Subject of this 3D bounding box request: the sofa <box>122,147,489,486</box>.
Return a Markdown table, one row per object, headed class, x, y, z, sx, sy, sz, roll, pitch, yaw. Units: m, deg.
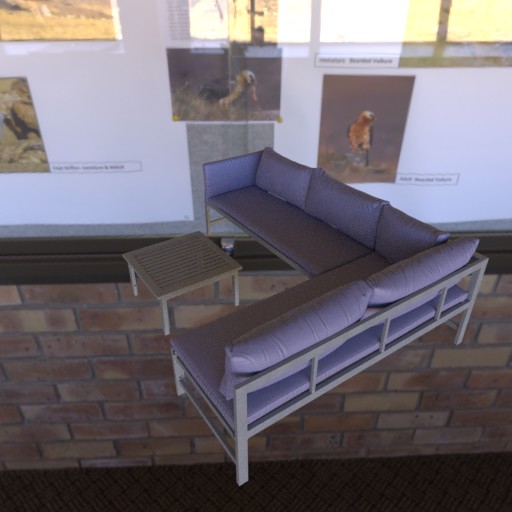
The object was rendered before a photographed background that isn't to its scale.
| class | x | y | z | sx | sy | sz | roll | pitch | yaw |
| --- | --- | --- | --- | --- | --- | --- | --- | --- | --- |
| sofa | 0.000 | 0.000 | 2.942 | 1.658 | 0.762 | 2.149 | -20 | 37 | -29 |
